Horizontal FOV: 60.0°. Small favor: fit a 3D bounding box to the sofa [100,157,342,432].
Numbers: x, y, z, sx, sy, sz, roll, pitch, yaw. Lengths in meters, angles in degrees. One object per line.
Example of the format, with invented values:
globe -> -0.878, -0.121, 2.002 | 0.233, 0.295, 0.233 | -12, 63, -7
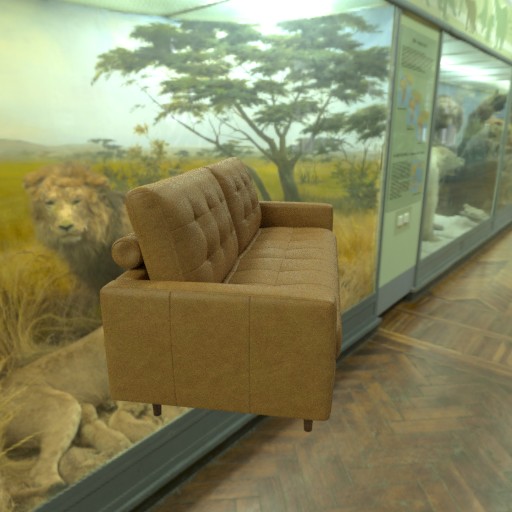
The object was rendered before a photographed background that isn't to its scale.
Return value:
sofa -> 0.000, 0.000, 2.288 | 0.850, 0.898, 1.821 | 3, 17, 9
